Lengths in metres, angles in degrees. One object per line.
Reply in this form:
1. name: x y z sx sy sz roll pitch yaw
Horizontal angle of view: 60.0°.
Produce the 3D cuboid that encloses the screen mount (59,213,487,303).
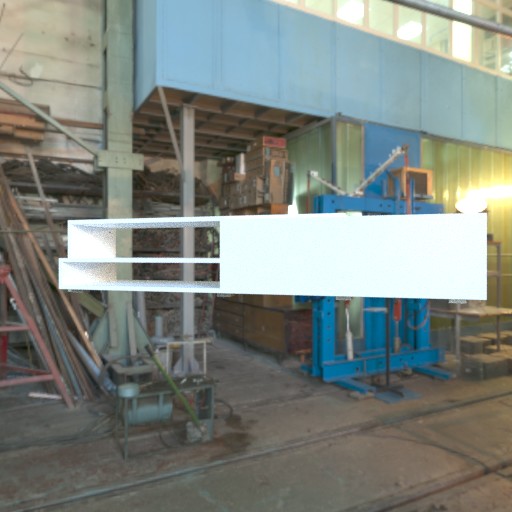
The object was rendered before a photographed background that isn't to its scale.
1. screen mount: 0.000 0.000 1.873 1.680 0.320 0.420 0 0 16
